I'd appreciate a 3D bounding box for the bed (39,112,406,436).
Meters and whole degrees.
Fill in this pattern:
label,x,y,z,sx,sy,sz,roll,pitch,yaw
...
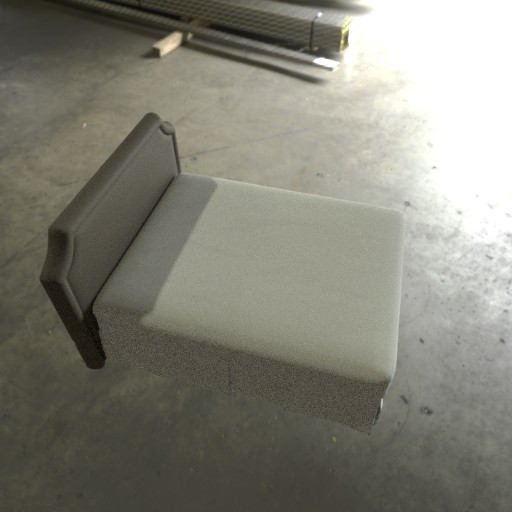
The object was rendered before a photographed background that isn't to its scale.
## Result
label,x,y,z,sx,sy,sz,roll,pitch,yaw
bed,0.000,0.000,3.308,2.181,1.297,1.831,12,48,10
